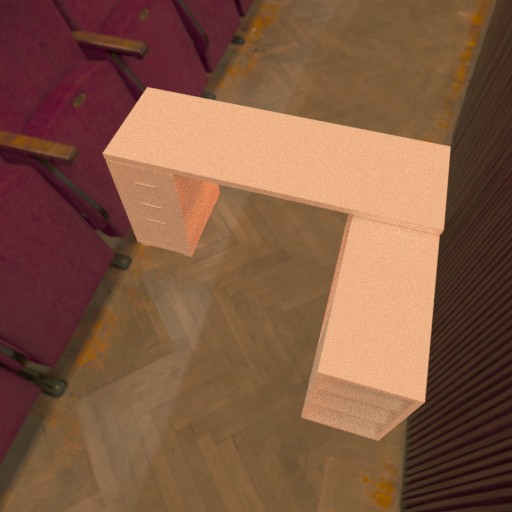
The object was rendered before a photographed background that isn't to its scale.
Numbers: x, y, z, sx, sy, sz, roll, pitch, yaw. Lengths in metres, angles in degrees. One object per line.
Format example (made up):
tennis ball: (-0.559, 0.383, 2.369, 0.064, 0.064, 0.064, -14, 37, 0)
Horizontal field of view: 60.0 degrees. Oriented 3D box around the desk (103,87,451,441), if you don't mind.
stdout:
desk: (0.000, 0.000, 2.177, 1.524, 0.759, 1.199, 14, 58, 9)
